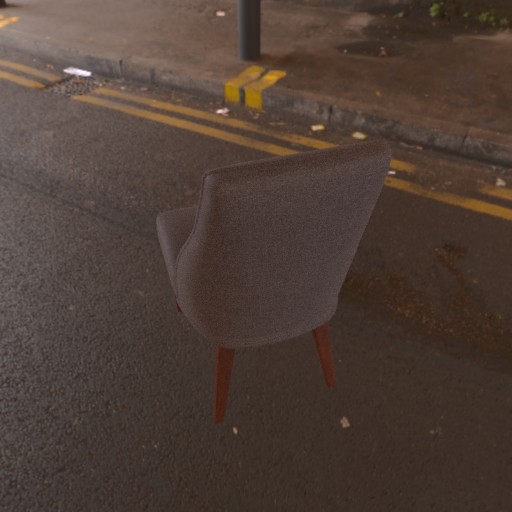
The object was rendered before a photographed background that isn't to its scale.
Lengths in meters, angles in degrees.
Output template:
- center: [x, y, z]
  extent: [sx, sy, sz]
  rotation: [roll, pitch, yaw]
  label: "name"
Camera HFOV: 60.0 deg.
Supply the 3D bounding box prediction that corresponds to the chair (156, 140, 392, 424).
- center: [0.000, 0.000, 1.300]
  extent: [0.500, 0.930, 0.620]
  rotation: [-13, 43, -14]
  label: "chair"
